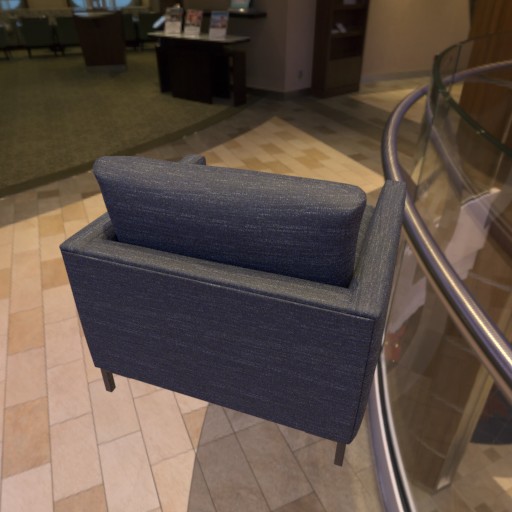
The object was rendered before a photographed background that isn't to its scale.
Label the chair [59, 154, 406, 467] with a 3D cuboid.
[{"bbox_3d":[0.000,0.000,1.607,0.963,0.861,0.866,11,34,17],"label":"chair"}]
